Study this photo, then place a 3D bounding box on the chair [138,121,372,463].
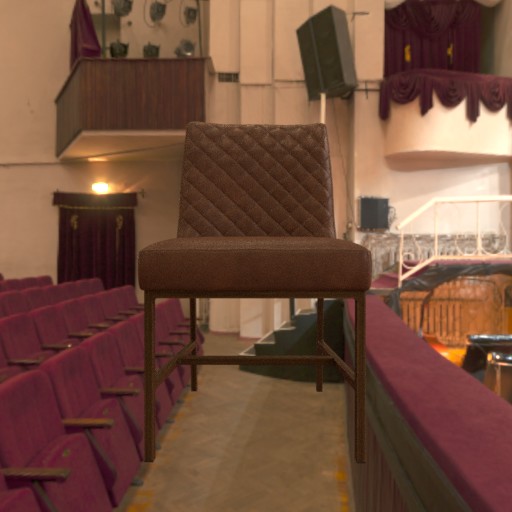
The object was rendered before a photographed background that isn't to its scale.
[{"bbox_3d":[0.000,0.000,1.225,0.508,0.889,0.587,0,0,1],"label":"chair"}]
